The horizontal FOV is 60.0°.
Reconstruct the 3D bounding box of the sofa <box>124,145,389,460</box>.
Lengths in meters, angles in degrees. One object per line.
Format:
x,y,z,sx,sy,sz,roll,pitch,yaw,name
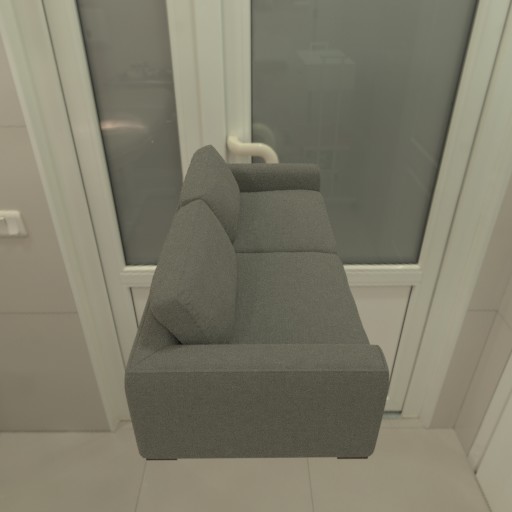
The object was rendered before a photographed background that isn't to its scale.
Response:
0.000,0.000,2.716,1.070,0.801,2.262,0,32,0,sofa
